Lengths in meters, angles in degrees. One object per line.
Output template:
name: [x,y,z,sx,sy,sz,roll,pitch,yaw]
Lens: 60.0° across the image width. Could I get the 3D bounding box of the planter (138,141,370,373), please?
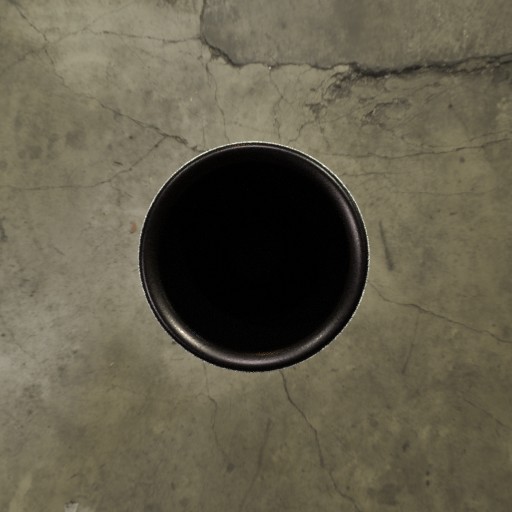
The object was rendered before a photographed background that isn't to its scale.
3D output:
planter: [0.000,0.000,0.323,0.100,0.270,0.100,0,90,0]
